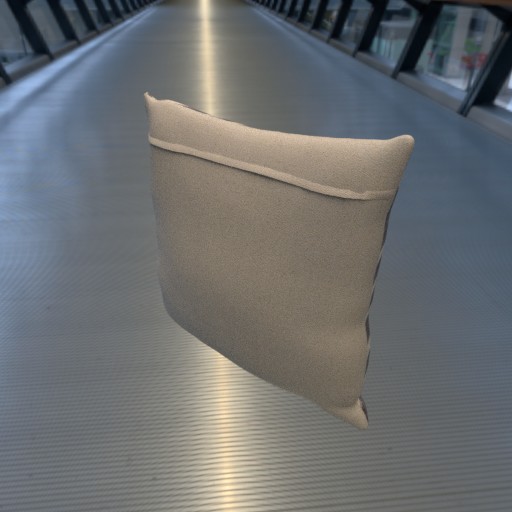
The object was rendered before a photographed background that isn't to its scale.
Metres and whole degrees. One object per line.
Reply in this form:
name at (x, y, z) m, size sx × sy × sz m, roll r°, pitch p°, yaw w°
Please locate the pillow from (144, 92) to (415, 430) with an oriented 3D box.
pillow at (0.000, 0.000, 0.676) m, size 0.440 × 0.441 × 0.182 m, roll 22°, pitch 37°, yaw 32°
